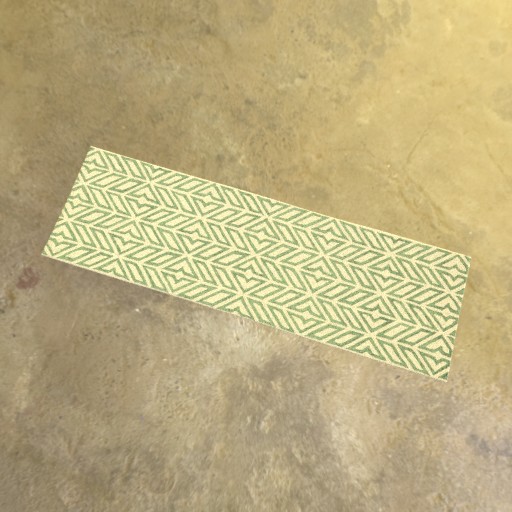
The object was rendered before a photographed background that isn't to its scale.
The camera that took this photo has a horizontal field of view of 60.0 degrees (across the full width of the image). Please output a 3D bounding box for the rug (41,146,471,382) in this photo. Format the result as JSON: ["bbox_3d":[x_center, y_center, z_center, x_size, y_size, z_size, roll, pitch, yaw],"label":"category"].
[{"bbox_3d":[0.000,0.000,2.626,2.435,0.009,0.750,17,76,4],"label":"rug"}]
